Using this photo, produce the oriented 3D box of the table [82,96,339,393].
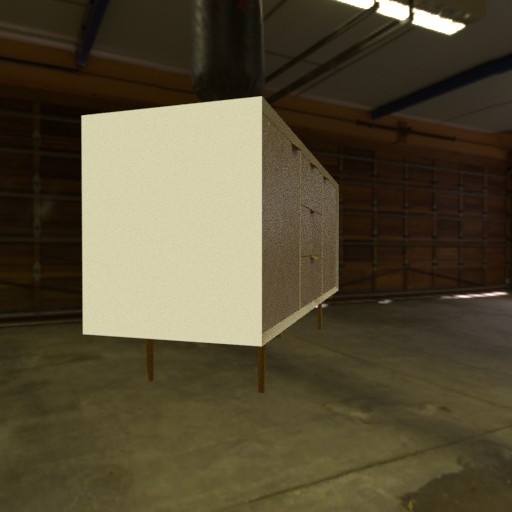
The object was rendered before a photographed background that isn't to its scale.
[{"bbox_3d":[0.000,0.000,1.829,0.508,0.769,1.500,0,1,17],"label":"table"}]
